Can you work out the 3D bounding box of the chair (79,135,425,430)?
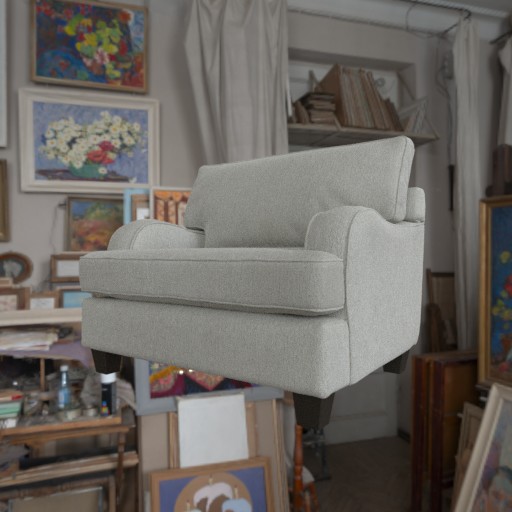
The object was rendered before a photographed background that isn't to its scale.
[{"bbox_3d":[0.000,0.000,1.972,1.220,1.016,1.041,0,1,36],"label":"chair"}]
